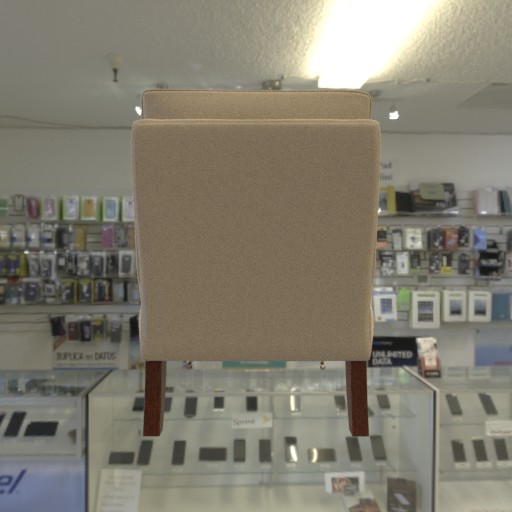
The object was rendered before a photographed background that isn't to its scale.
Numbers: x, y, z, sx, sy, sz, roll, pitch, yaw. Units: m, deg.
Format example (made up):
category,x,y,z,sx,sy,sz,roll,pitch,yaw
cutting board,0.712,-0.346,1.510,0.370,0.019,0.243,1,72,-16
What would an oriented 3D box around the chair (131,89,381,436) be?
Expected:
category,x,y,z,sx,sy,sz,roll,pitch,yaw
chair,0.000,0.000,1.663,0.724,1.052,0.912,0,1,0
